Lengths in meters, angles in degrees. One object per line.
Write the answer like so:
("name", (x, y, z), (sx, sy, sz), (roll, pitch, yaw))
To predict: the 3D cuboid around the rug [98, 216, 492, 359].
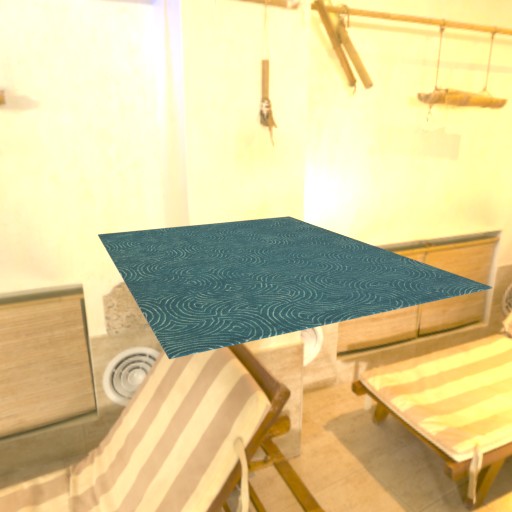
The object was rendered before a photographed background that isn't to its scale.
("rug", (0.000, 0.000, 4.089), (2.432, 0.012, 3.033), (-8, 18, -24))
